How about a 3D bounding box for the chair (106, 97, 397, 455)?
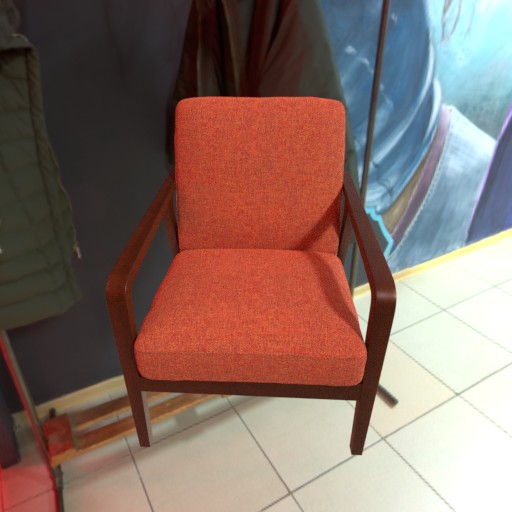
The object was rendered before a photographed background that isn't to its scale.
[{"bbox_3d":[0.000,0.000,1.473,0.719,0.890,0.860,1,31,2],"label":"chair"}]
